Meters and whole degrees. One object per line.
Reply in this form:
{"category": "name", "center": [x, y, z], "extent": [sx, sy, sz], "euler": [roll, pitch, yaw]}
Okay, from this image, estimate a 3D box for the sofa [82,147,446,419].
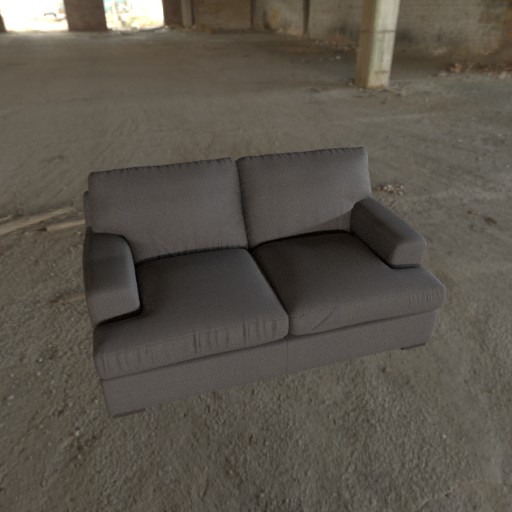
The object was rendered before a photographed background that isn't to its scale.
{"category": "sofa", "center": [0.000, 0.000, 2.566], "extent": [1.880, 0.940, 1.143], "euler": [-9, 31, -15]}
